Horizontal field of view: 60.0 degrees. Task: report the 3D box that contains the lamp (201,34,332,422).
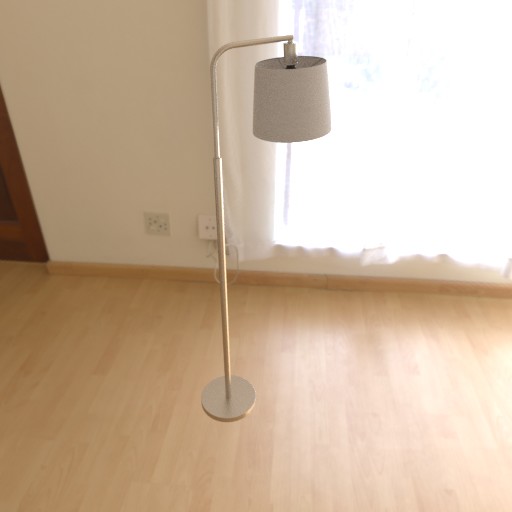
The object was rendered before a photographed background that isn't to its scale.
[{"bbox_3d":[0.000,0.000,1.655,0.508,1.478,0.254,-11,33,-17],"label":"lamp"}]
